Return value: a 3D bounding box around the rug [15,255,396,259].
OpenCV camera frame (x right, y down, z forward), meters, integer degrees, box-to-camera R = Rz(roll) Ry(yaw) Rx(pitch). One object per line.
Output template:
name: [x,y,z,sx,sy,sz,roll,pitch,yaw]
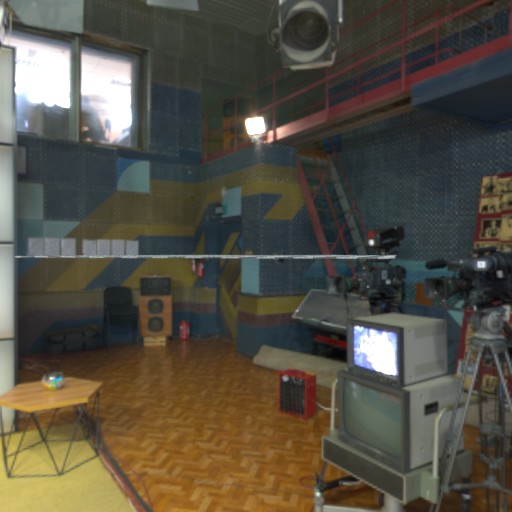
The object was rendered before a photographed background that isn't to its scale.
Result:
rug: [0.000,0.000,4.028,2.432,0.013,3.021,0,0,18]
